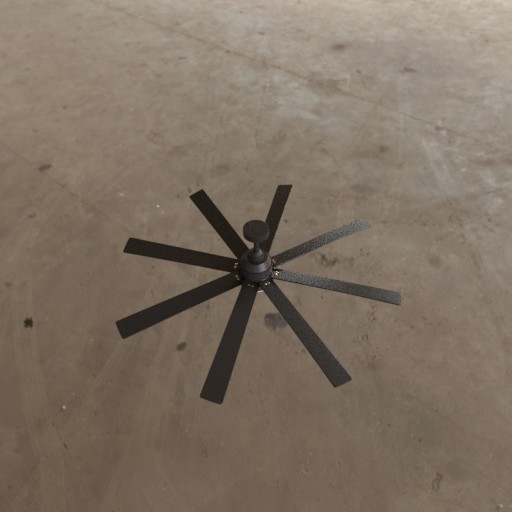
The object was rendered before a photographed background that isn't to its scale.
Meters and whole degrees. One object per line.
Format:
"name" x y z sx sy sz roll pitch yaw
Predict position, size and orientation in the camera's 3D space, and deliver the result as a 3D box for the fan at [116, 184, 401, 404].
"fan" 0.000 0.000 2.765 1.830 0.472 1.830 -23 51 -20
